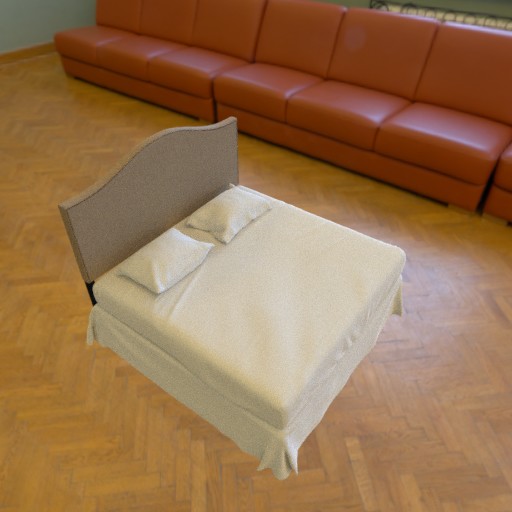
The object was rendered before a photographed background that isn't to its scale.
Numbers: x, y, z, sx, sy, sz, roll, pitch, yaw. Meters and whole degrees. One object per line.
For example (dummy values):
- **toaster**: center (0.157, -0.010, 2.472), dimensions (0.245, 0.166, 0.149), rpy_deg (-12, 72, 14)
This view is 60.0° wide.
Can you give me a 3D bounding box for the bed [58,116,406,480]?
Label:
- **bed**: center (0.000, 0.000, 3.737), dimensions (2.222, 1.651, 2.311), rpy_deg (26, 47, 27)
